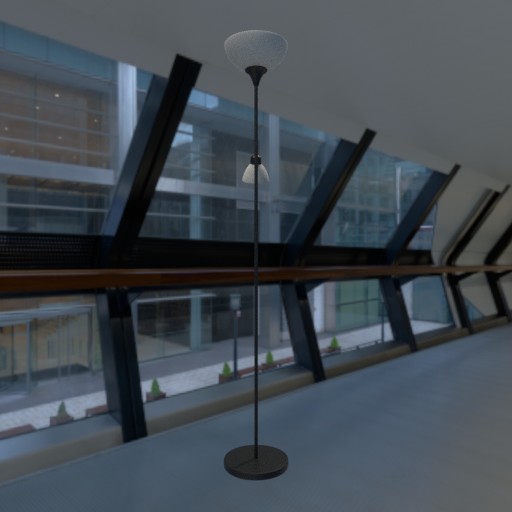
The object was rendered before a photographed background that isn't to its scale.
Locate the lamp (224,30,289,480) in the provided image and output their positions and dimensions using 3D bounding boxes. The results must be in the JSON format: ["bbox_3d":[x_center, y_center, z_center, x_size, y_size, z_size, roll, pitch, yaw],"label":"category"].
[{"bbox_3d":[0.000,0.000,1.993,0.279,1.804,0.442,0,0,0],"label":"lamp"}]
